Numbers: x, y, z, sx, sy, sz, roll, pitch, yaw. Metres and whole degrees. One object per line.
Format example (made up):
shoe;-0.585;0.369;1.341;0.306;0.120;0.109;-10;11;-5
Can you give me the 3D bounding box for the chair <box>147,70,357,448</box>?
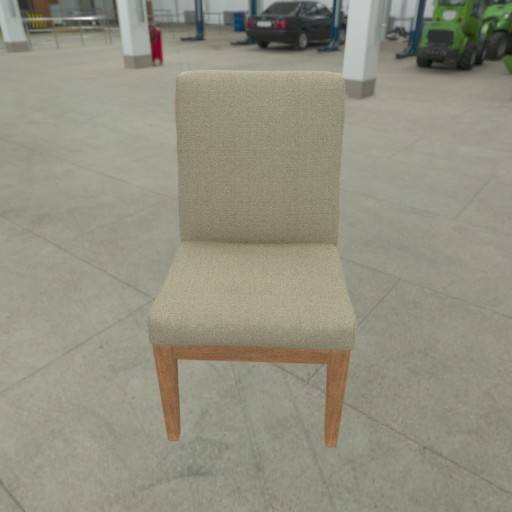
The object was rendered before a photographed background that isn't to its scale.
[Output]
chair;0.000;0.000;1.258;0.507;0.911;0.586;1;30;2
